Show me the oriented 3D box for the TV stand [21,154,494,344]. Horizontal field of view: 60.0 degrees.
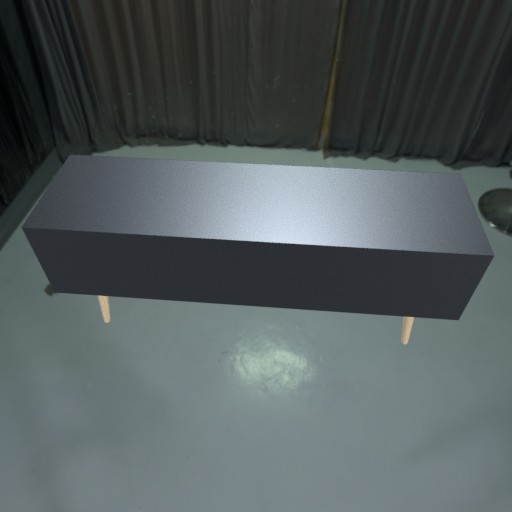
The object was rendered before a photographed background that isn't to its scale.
[{"bbox_3d":[0.000,0.000,1.544,1.312,0.518,0.390,4,46,3],"label":"TV stand"}]
